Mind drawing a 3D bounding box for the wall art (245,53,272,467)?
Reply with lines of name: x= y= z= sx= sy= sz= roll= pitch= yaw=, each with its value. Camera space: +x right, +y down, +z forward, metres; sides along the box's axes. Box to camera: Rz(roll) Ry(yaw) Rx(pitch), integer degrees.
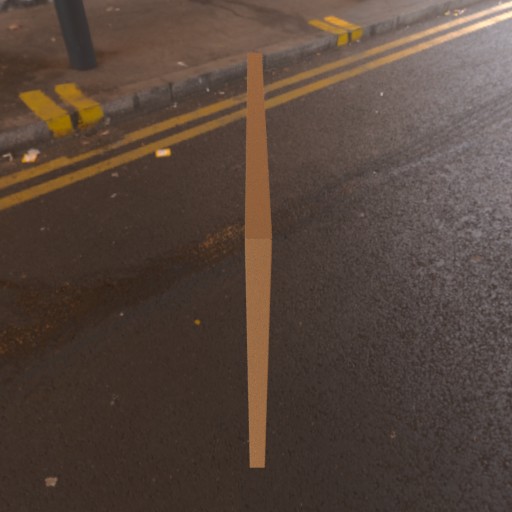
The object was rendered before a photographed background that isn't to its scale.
wall art: x=0.000 y=0.000 z=1.149 sx=0.037 sy=0.761 sz=0.761 roll=0 pitch=42 yaw=0
